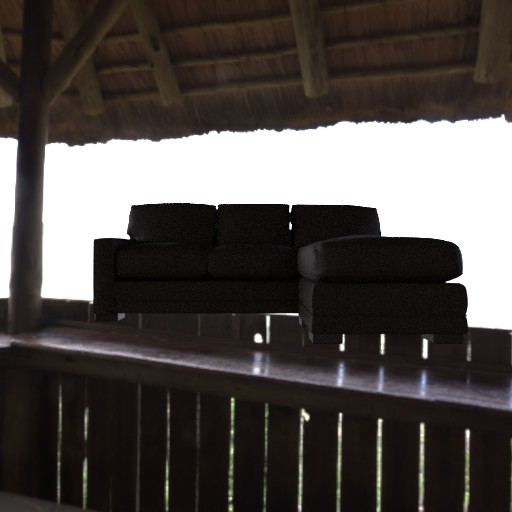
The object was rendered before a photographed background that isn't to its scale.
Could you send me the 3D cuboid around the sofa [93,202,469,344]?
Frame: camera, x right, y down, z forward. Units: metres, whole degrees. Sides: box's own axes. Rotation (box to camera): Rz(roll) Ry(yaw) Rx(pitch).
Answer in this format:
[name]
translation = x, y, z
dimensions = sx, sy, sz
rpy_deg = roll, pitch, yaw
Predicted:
[sofa]
translation = 0.000, 0.000, 3.298
dimensions = 2.370, 0.973, 1.790
rpy_deg = 0, 0, 0
